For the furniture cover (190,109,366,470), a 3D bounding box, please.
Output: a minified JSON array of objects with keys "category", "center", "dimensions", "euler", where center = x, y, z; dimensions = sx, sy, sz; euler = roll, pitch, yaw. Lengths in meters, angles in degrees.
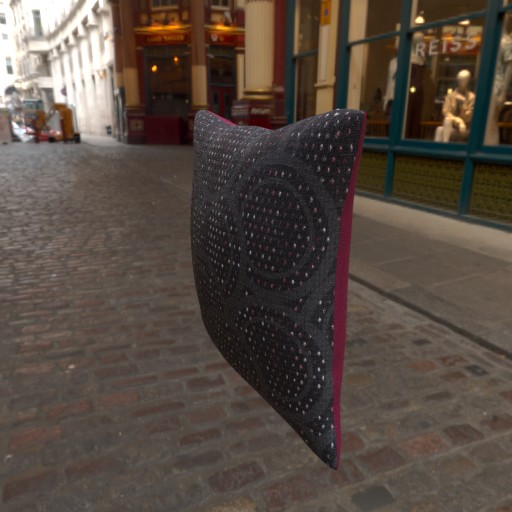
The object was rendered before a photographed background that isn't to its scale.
[{"category":"furniture cover","center":[0.000,0.000,0.810],"dimensions":[0.193,0.509,0.552],"euler":[-9,20,-25]}]
